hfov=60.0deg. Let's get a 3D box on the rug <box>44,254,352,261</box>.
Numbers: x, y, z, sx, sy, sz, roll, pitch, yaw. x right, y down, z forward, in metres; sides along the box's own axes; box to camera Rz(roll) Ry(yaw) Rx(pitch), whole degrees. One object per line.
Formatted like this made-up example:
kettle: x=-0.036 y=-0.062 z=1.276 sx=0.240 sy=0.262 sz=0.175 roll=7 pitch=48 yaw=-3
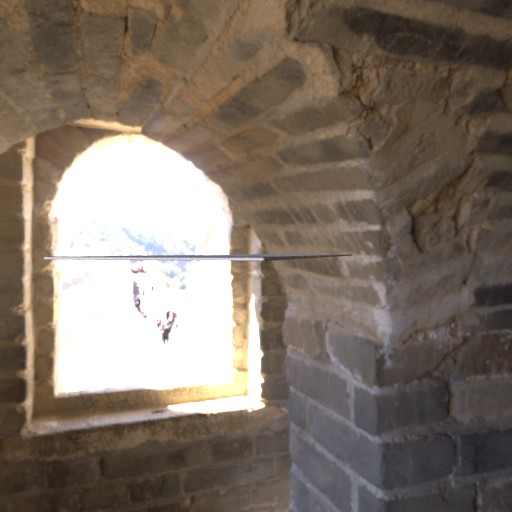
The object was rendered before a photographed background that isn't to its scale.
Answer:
rug: x=0.000 y=0.000 z=2.648 sx=0.864 sy=0.012 sz=2.388 roll=0 pitch=0 yaw=19
